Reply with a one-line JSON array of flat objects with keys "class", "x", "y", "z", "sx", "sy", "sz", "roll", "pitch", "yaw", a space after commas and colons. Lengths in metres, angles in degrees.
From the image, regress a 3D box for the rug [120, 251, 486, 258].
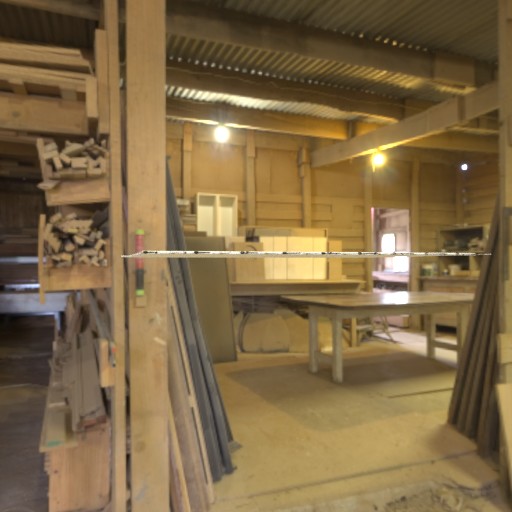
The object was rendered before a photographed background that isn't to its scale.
[{"class": "rug", "x": 0.000, "y": 0.000, "z": 4.187, "sx": 2.342, "sy": 0.026, "sz": 3.221, "roll": 0, "pitch": -1, "yaw": -19}]
